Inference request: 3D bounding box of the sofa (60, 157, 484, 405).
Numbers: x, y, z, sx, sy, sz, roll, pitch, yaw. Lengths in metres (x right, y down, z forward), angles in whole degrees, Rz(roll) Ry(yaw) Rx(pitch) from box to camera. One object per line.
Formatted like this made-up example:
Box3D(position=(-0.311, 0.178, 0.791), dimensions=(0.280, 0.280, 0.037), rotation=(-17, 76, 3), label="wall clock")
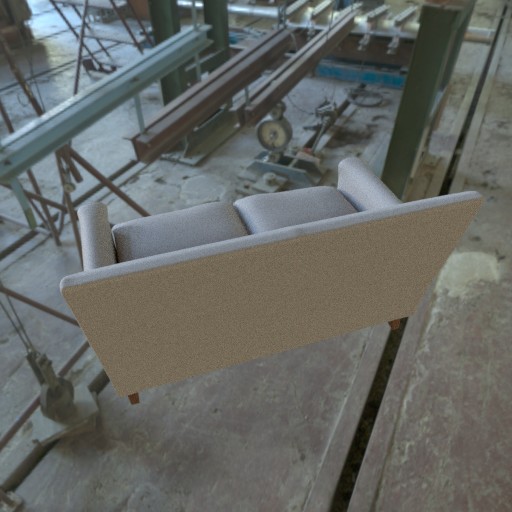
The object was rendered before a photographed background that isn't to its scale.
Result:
Box3D(position=(0.000, 0.000, 2.038), dimensions=(1.482, 0.890, 0.888), rotation=(-13, 42, -14), label="sofa")
